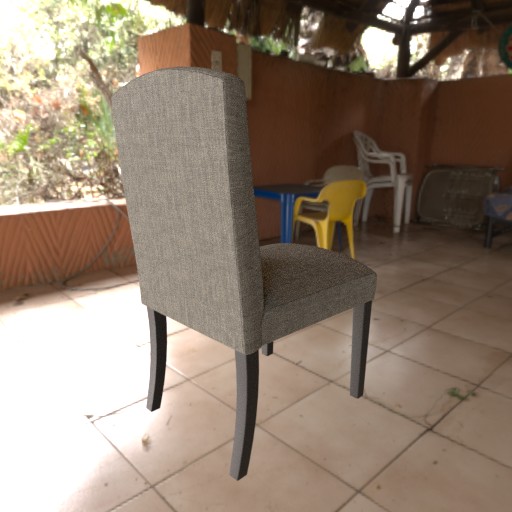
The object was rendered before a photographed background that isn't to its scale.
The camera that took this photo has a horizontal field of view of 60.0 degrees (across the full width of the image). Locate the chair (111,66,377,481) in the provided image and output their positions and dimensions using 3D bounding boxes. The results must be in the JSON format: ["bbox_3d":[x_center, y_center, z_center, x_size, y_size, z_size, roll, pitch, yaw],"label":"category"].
[{"bbox_3d":[0.000,0.000,1.234,0.580,0.917,0.451,-13,20,-42],"label":"chair"}]
